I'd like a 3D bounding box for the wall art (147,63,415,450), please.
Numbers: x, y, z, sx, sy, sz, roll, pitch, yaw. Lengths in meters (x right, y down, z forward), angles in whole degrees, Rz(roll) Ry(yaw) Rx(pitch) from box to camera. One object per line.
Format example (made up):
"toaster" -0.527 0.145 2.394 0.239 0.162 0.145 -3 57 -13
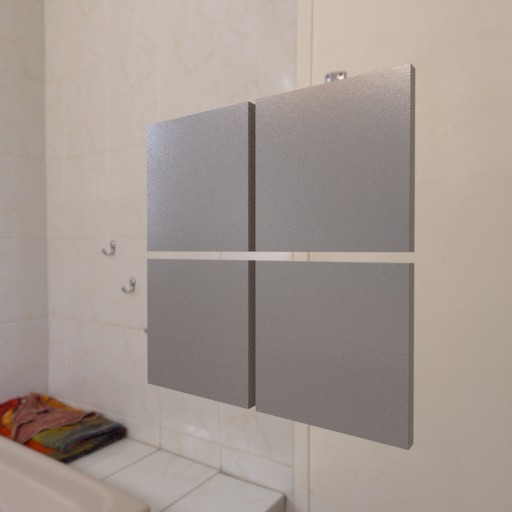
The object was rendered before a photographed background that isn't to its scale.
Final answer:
"wall art" 0.000 0.000 0.886 0.611 0.611 0.029 1 1 35
